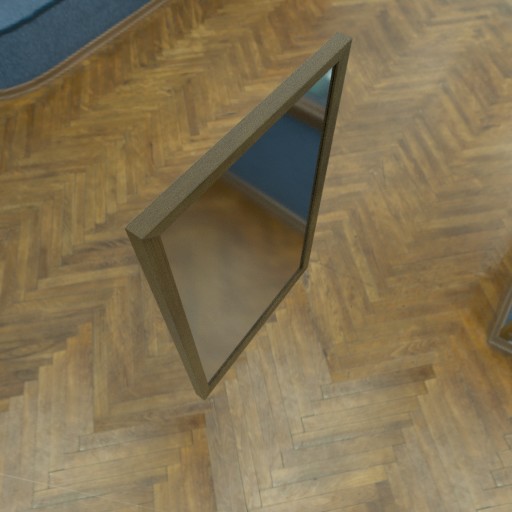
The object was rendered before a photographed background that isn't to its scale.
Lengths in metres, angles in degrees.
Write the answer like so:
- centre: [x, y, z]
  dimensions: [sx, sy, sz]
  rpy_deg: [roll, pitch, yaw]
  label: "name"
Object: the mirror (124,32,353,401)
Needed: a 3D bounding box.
- centre: [0.000, 0.000, 1.158]
  dimensions: [0.040, 0.915, 0.609]
  rpy_deg: [32, 63, 18]
  label: "mirror"
